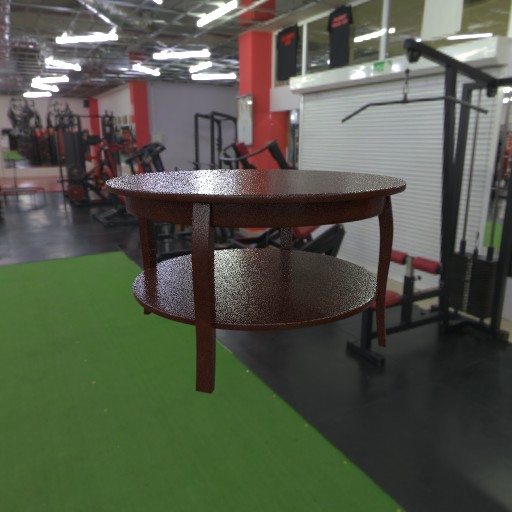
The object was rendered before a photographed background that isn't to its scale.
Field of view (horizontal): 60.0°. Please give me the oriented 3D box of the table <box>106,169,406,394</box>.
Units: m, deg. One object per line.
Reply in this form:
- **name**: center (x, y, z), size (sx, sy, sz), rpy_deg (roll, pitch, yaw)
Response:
- **table**: center (0.000, 0.000, 1.475), size (0.911, 0.512, 0.911), rpy_deg (0, 15, 0)
